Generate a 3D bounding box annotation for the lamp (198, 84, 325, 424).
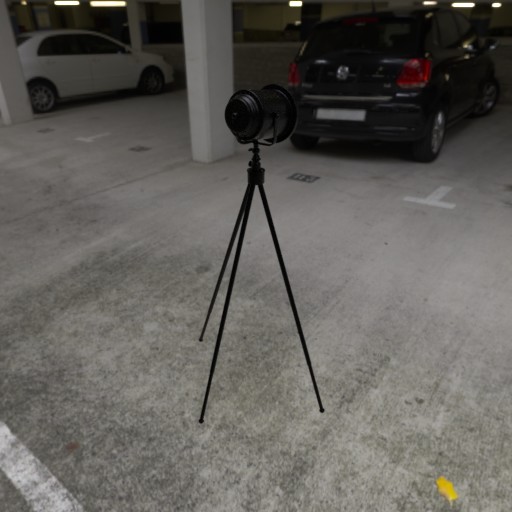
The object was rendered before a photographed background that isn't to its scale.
[{"bbox_3d":[0.000,0.000,2.089,0.879,1.504,0.884,22,37,33],"label":"lamp"}]
